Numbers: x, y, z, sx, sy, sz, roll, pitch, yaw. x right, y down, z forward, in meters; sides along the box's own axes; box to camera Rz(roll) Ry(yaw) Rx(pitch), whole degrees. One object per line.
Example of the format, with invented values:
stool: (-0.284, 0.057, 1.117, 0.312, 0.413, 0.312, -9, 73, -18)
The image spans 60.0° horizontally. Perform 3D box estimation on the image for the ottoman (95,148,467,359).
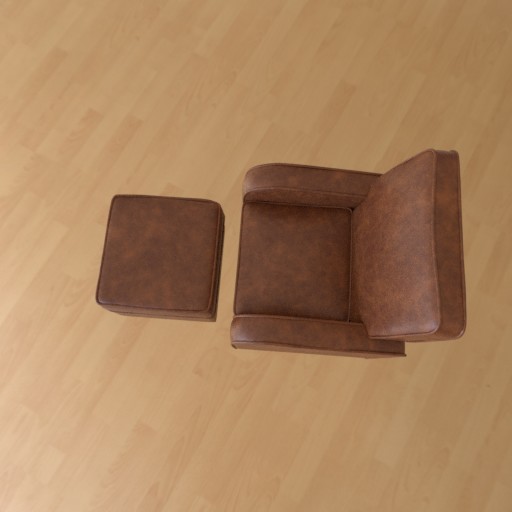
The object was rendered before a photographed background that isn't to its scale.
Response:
ottoman: (0.000, 0.000, 1.822, 1.314, 0.904, 0.732, 4, 76, 1)
